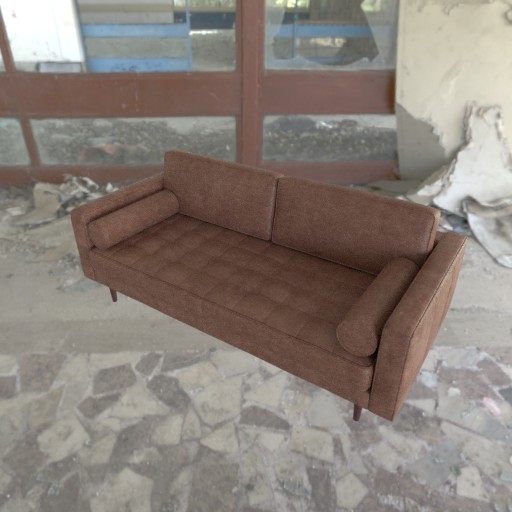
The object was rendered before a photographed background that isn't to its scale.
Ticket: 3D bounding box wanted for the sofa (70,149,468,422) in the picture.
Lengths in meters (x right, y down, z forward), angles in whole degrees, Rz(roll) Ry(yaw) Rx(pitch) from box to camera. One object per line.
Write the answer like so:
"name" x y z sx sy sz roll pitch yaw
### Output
"sofa" 0.000 0.000 2.332 1.870 0.760 0.910 19 35 29
